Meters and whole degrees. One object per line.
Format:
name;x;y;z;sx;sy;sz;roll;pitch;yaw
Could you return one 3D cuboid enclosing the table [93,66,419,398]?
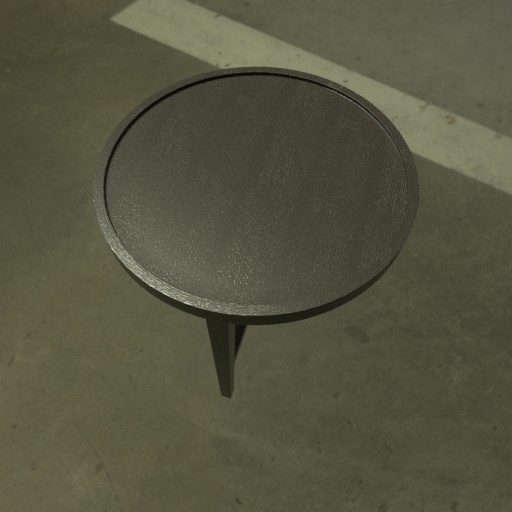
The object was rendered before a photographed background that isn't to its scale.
table;0.000;0.000;0.917;0.500;0.531;0.500;0;59;0
